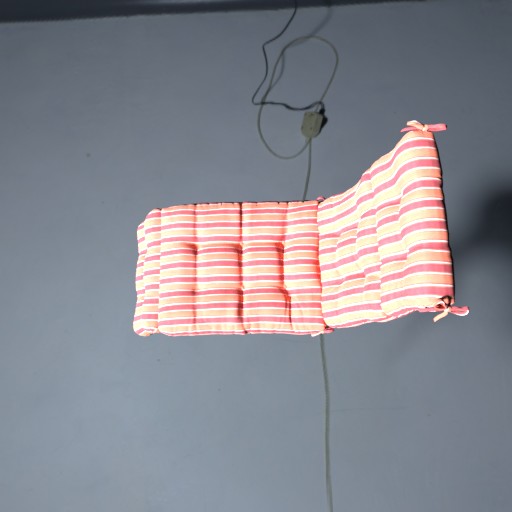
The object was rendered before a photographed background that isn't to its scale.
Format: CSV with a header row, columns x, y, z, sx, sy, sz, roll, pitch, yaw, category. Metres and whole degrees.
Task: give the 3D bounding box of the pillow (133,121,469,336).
x,y,z,sx,sy,sz,roll,pitch,yaw,category
0.000,0.000,1.498,1.016,0.863,0.526,-1,77,0,pillow
